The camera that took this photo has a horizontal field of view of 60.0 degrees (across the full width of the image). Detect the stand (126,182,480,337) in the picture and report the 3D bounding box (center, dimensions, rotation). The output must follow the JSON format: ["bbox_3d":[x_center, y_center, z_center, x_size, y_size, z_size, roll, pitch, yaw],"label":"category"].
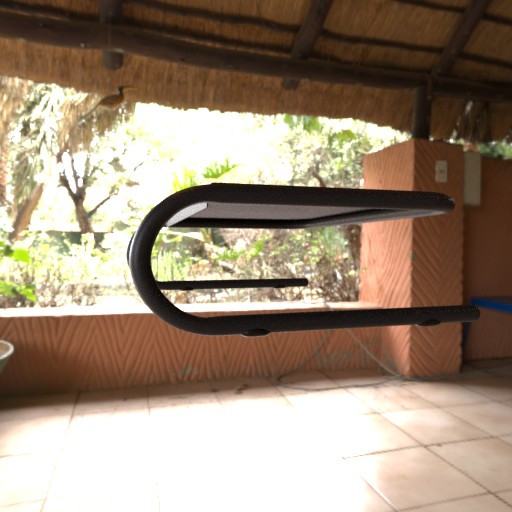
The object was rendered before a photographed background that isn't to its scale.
[{"bbox_3d":[0.000,0.000,0.501,0.280,0.108,0.370,0,1,-17],"label":"stand"}]
